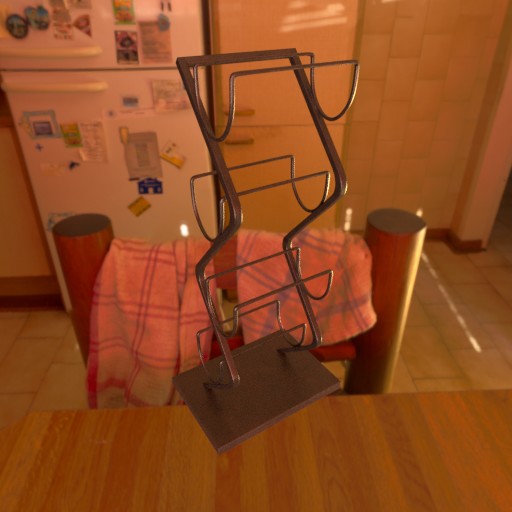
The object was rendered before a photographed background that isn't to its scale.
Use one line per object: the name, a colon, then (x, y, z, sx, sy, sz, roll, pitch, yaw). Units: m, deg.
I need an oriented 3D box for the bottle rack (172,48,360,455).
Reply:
bottle rack: (0.000, 0.000, 0.673, 0.254, 0.559, 0.178, -19, 36, -28)
